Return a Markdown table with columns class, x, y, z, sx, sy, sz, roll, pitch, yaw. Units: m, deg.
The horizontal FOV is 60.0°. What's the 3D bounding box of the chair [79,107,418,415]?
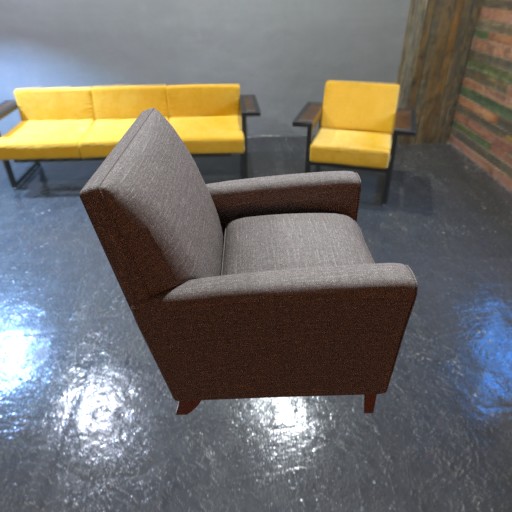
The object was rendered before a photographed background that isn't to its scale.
| class | x | y | z | sx | sy | sz | roll | pitch | yaw |
| --- | --- | --- | --- | --- | --- | --- | --- | --- | --- |
| chair | 0.000 | 0.000 | 1.627 | 0.875 | 0.885 | 0.838 | -1 | 32 | -1 |
